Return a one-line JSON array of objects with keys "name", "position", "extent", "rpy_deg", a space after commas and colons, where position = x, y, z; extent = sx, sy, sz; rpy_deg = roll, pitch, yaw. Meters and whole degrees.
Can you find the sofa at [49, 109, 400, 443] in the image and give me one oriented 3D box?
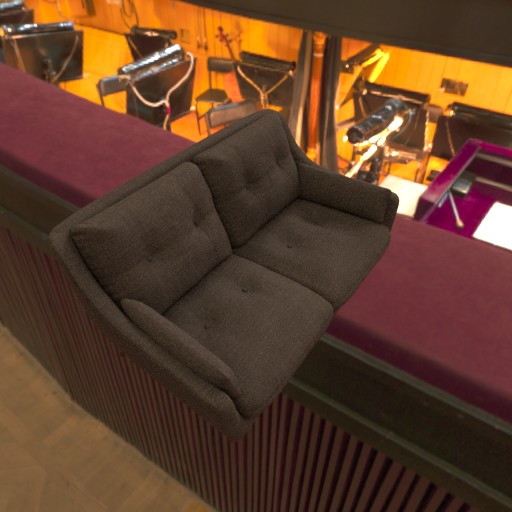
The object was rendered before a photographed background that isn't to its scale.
[{"name": "sofa", "position": [0.000, 0.000, 2.243], "extent": [0.976, 0.887, 1.646], "rpy_deg": [24, 46, 26]}]
